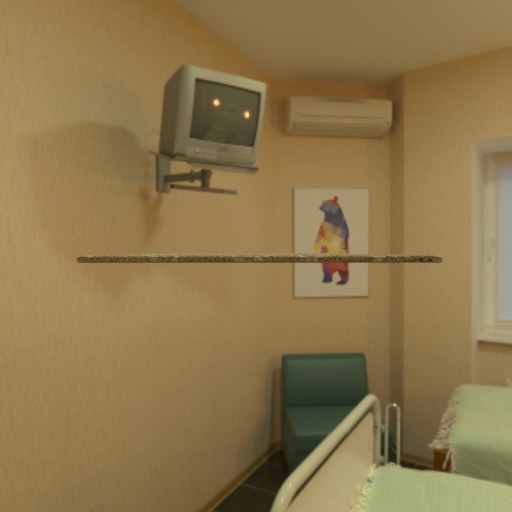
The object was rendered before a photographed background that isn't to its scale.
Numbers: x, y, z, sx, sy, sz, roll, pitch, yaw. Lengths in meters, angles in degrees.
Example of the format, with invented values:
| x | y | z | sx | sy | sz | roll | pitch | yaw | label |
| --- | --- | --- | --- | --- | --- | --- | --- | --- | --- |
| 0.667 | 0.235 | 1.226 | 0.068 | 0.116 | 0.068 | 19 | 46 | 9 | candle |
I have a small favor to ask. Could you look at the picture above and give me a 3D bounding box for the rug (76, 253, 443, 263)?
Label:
| x | y | z | sx | sy | sz | roll | pitch | yaw | label |
| --- | --- | --- | --- | --- | --- | --- | --- | --- | --- |
| 0.000 | 0.000 | 3.043 | 1.524 | 0.030 | 2.438 | 0 | 1 | -1 | rug |
